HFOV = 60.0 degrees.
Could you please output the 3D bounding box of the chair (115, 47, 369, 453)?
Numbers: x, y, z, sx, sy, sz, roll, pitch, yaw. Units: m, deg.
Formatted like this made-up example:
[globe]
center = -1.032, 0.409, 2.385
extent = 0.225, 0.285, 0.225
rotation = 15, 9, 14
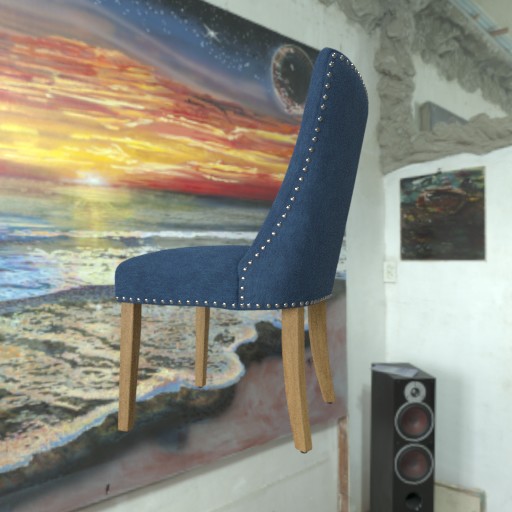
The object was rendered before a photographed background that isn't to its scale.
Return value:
[chair]
center = 0.000, 0.000, 1.243
extent = 0.610, 0.902, 0.495
rotation = 0, -1, 19
